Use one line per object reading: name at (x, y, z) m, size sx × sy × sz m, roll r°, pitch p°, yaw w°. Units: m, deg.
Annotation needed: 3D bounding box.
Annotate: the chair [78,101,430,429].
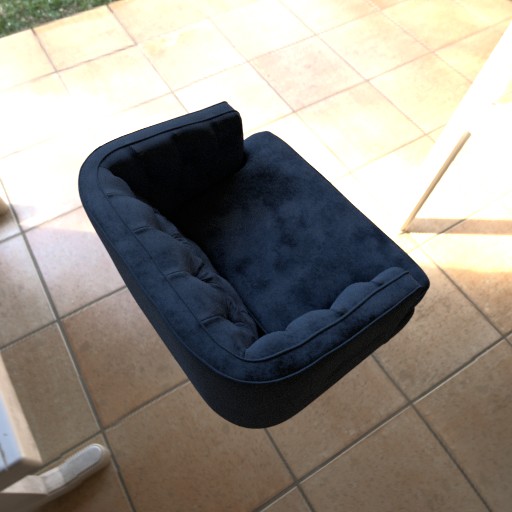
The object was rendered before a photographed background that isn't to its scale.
chair at (0.000, 0.000, 1.756) m, size 0.940 × 0.852 × 1.094 m, roll -34°, pitch 65°, yaw -18°
